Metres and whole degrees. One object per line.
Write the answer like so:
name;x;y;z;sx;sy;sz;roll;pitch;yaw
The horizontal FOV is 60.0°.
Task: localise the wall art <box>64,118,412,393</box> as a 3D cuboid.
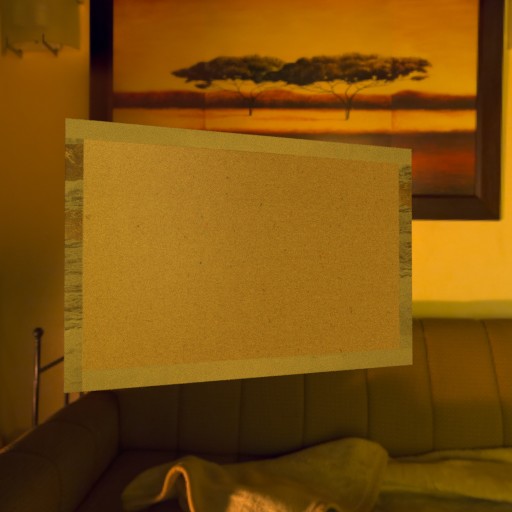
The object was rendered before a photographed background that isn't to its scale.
wall art;0.000;0.000;0.765;0.606;0.407;0.041;0;-1;-18
